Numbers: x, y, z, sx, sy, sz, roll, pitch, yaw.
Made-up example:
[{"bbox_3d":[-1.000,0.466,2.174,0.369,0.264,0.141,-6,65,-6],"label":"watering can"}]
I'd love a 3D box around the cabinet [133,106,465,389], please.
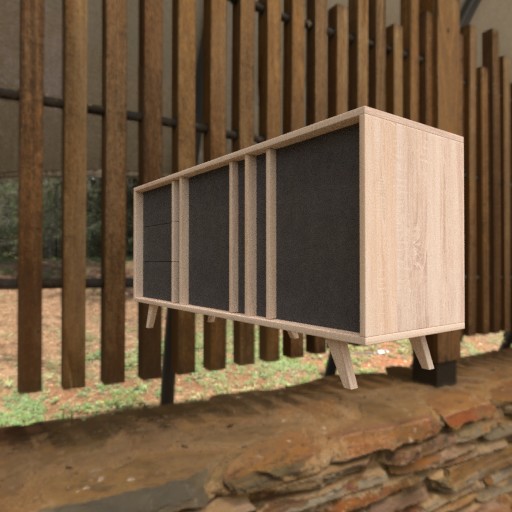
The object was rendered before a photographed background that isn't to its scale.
[{"bbox_3d":[0.000,0.000,1.985,0.500,0.780,1.650,1,-1,-36],"label":"cabinet"}]
